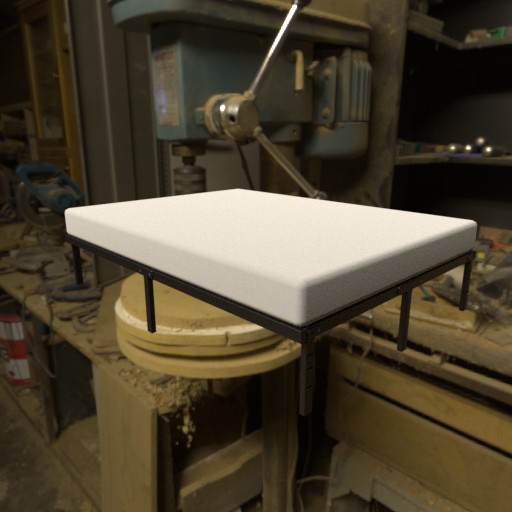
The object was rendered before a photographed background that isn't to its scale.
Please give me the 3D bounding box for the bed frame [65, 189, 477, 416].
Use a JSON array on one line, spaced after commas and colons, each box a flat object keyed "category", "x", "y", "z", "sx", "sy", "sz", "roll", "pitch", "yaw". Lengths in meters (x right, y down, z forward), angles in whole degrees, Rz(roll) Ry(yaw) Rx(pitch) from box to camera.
[{"category": "bed frame", "x": 0.000, "y": 0.000, "z": 3.540, "sx": 1.990, "sy": 0.680, "sz": 2.635, "roll": -15, "pitch": 21, "yaw": -42}]
